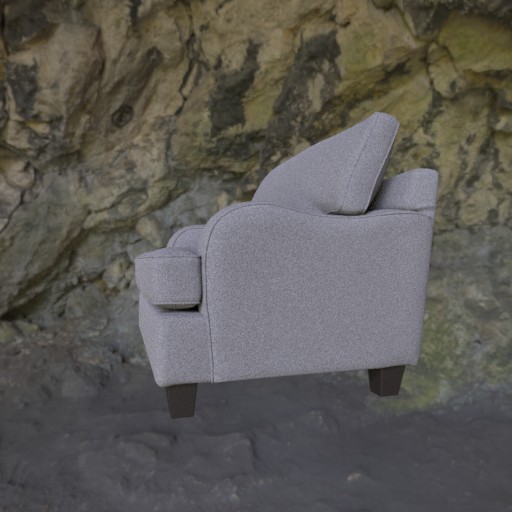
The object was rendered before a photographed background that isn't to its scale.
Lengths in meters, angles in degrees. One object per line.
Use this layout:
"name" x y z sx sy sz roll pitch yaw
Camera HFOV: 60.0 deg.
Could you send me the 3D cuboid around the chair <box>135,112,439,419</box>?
"chair" 0.000 0.000 2.019 1.040 1.016 1.220 0 0 -17
